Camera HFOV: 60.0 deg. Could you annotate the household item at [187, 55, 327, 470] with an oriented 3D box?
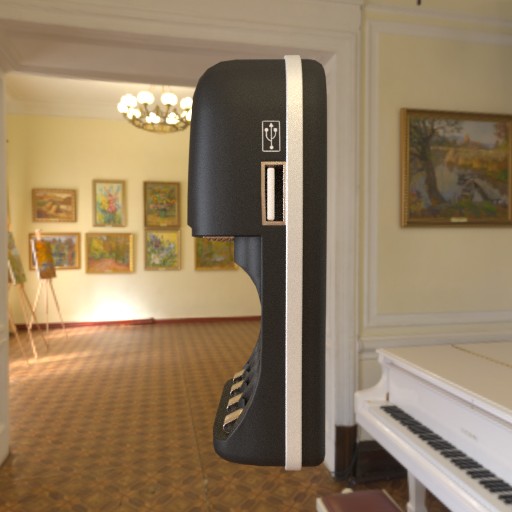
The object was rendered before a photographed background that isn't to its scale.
[{"bbox_3d":[0.000,0.000,0.147,0.038,0.114,0.070,0,1,1],"label":"household item"}]
